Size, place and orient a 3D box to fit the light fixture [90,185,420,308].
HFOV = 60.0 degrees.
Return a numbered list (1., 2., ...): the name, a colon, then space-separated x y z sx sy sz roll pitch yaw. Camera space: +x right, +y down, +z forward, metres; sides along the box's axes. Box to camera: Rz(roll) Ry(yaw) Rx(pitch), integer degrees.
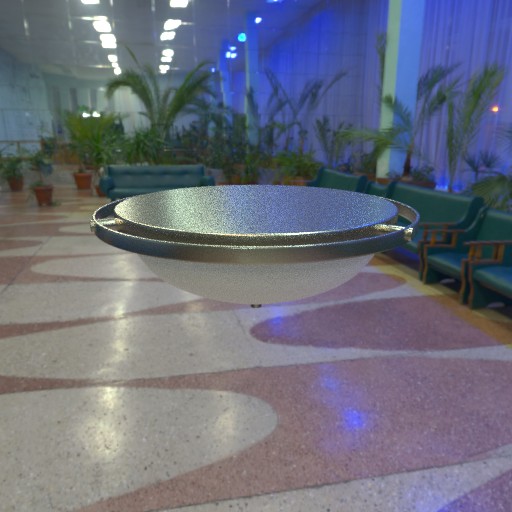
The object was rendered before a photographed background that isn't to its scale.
1. light fixture: 0.000 0.000 0.535 0.361 0.130 0.361 0 16 0
